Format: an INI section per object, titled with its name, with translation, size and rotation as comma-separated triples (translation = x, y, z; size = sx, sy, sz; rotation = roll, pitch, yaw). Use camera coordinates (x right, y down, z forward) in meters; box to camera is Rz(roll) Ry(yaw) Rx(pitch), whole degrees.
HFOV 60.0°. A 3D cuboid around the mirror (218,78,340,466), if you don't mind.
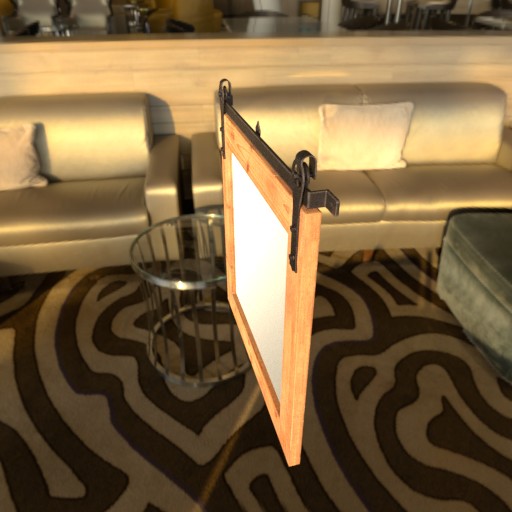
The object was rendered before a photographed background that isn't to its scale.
[mirror]
translation = 0.000, 0.000, 1.205
size = 0.054, 0.800, 0.805
rotation = -8, 33, -13
